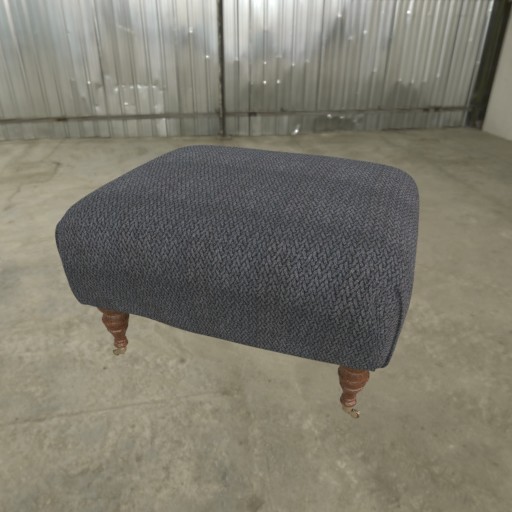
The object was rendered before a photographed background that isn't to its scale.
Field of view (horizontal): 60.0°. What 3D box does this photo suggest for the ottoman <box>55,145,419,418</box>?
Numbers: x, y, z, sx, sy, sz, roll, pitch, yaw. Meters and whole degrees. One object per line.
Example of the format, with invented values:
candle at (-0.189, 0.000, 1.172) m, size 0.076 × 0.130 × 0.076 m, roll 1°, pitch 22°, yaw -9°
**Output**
ottoman at (0.000, 0.000, 1.126) m, size 0.747 × 0.450 × 0.622 m, roll 10°, pitch 30°, yaw 17°
